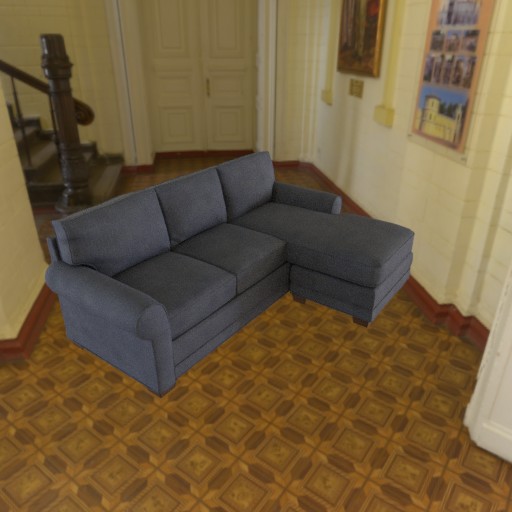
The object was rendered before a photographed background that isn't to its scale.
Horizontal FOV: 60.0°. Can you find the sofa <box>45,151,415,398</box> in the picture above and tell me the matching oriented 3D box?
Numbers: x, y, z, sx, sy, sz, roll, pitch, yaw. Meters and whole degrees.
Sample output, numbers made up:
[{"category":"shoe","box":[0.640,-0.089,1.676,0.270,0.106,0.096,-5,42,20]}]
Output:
[{"category":"sofa","box":[0.000,0.000,3.477,1.780,1.063,2.567,18,32,32]}]
